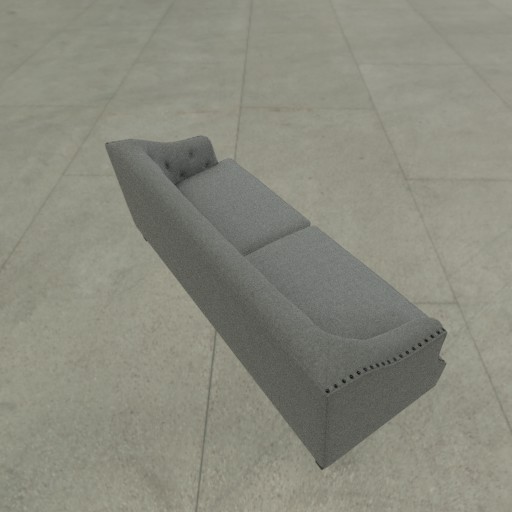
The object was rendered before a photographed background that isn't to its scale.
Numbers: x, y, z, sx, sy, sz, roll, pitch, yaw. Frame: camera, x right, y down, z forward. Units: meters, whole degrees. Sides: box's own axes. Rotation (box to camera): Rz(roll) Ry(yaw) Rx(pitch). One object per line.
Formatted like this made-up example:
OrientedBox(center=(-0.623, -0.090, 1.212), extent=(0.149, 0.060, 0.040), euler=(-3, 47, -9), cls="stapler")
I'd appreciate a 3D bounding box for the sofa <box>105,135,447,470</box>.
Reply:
OrientedBox(center=(0.000, 0.000, 2.697), extent=(0.914, 0.901, 2.235), euler=(-25, 48, -25), cls="sofa")
